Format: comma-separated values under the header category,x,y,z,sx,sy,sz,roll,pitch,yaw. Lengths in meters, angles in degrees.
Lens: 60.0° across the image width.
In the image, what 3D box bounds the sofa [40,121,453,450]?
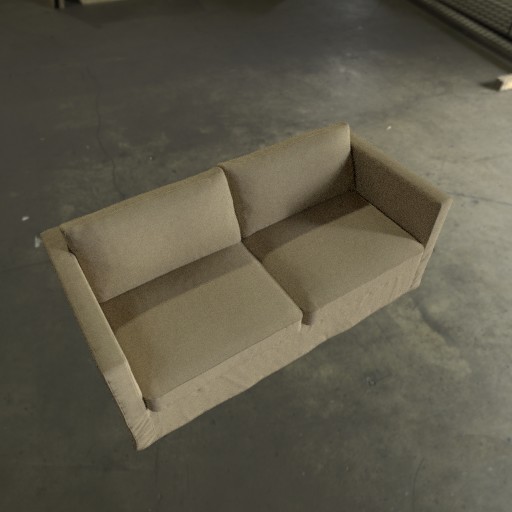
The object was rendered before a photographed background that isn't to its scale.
category,x,y,z,sx,sy,sz,roll,pitch,yaw
sofa,0.000,0.000,2.453,1.959,0.835,0.962,-25,51,-22
